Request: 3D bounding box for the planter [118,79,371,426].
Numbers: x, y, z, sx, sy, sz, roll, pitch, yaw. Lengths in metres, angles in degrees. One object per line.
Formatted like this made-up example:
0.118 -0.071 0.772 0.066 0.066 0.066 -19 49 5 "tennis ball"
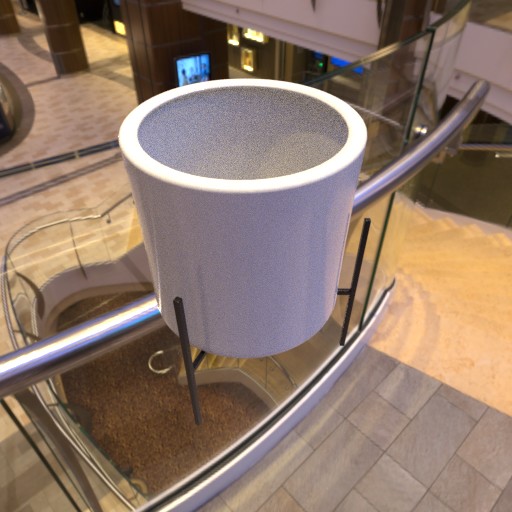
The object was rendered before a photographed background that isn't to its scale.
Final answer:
0.000 0.000 0.752 0.361 0.480 0.360 0 42 0 "planter"
